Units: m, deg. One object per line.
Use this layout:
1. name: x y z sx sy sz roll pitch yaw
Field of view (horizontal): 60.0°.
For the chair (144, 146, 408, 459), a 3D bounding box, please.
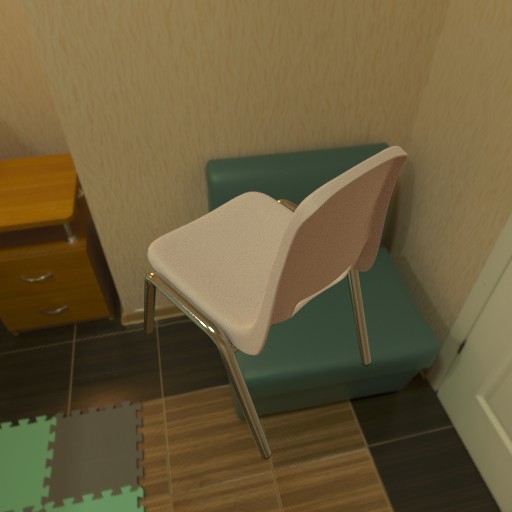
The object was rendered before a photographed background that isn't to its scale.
1. chair: 0.000 0.000 0.833 0.354 0.586 0.423 -32 53 -28
